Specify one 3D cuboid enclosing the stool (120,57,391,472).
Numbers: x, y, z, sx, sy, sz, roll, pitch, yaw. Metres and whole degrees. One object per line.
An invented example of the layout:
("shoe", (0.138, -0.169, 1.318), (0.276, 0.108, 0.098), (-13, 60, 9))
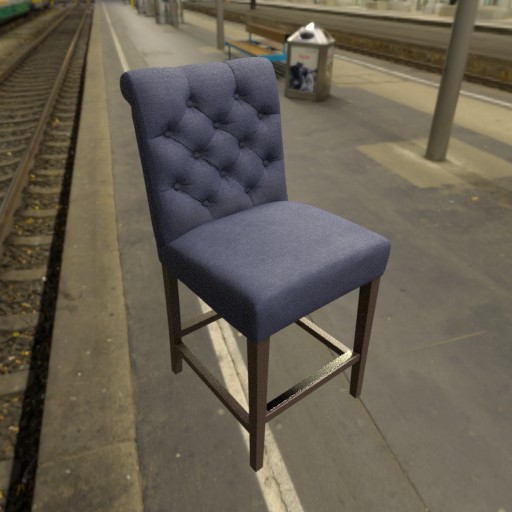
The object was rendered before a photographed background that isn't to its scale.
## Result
("stool", (0.000, 0.000, 1.315), (0.493, 1.010, 0.601), (-22, 38, -32))
